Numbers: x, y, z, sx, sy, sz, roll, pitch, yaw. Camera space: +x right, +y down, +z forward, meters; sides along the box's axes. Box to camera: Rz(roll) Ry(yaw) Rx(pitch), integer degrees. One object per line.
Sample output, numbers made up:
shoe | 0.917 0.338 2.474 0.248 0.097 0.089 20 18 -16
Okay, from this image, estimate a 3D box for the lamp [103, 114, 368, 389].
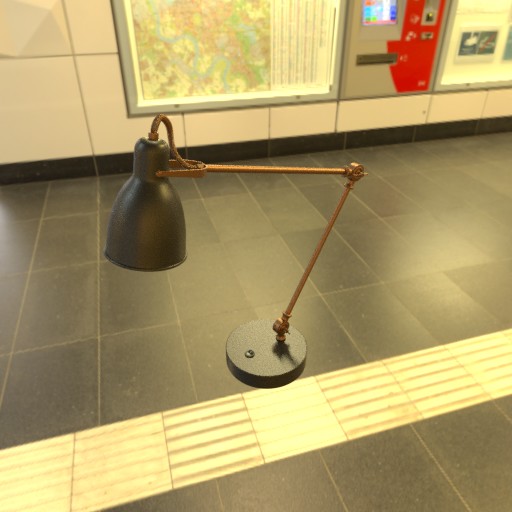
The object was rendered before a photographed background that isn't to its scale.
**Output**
lamp | 0.000 0.000 0.864 0.561 0.587 0.187 -22 38 -30
